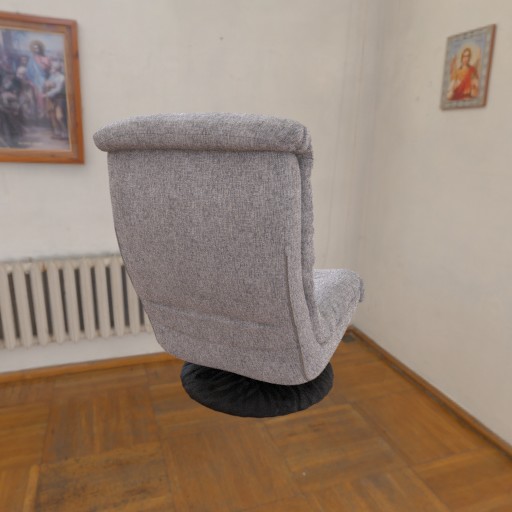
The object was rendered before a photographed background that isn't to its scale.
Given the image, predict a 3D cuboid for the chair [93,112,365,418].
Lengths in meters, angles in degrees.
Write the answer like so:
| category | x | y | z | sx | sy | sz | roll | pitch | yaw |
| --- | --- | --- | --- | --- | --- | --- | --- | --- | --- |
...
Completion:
| category | x | y | z | sx | sy | sz | roll | pitch | yaw |
| --- | --- | --- | --- | --- | --- | --- | --- | --- | --- |
| chair | 0.000 | 0.000 | 1.009 | 0.400 | 0.600 | 0.583 | 7 | 17 | 25 |
